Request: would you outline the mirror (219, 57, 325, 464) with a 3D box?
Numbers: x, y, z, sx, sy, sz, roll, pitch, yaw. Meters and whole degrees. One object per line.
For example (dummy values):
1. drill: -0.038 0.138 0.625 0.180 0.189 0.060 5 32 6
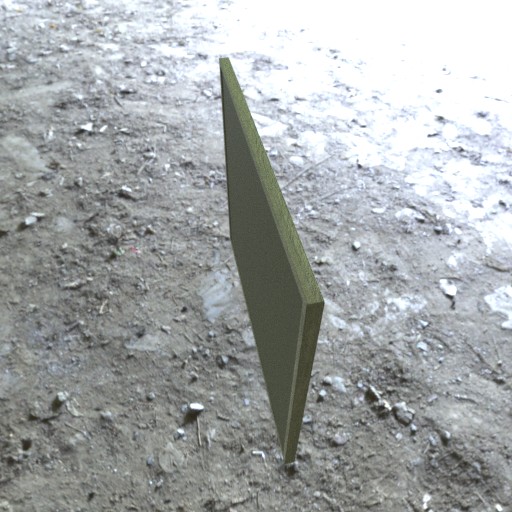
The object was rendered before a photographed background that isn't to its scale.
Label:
1. mirror: 0.000 0.000 1.167 0.028 0.689 0.839 -9 48 -8
